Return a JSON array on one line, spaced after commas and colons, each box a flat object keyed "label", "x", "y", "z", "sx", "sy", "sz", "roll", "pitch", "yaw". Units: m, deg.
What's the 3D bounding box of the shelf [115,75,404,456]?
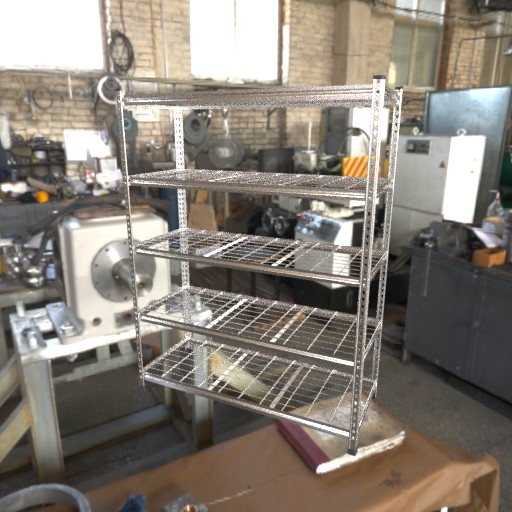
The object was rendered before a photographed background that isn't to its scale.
[{"label": "shelf", "x": 0.000, "y": 0.000, "z": 2.777, "sx": 1.524, "sy": 1.981, "sz": 0.610, "roll": 8, "pitch": 18, "yaw": 25}]
